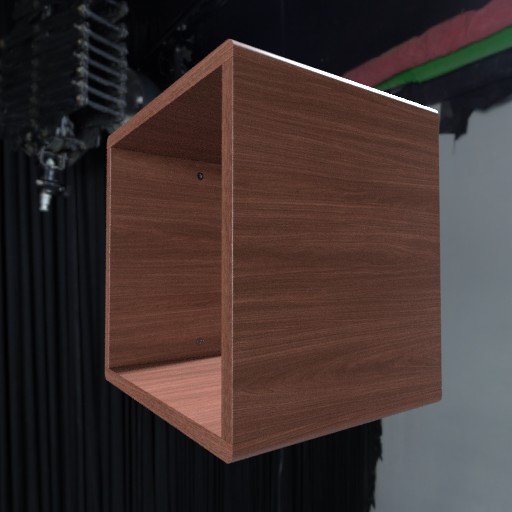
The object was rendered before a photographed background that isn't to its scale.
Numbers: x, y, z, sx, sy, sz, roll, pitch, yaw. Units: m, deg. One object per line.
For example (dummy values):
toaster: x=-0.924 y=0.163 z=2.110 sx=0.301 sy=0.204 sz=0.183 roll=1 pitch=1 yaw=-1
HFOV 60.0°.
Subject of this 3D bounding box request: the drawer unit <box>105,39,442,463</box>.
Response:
drawer unit: x=0.000 y=0.000 z=0.586 sx=0.290 sy=0.351 sz=0.349 roll=1 pitch=-2 yaw=-35
